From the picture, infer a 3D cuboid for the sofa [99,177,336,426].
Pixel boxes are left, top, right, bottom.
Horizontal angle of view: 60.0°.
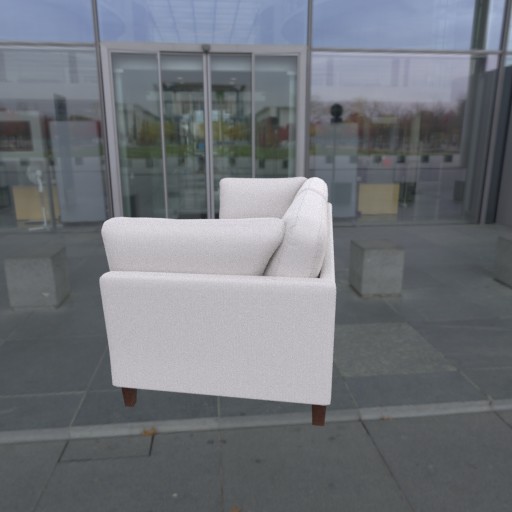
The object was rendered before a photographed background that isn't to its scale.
[{"bbox_3d":[0.000,0.000,2.821,0.957,0.863,2.301,2,15,9],"label":"sofa"}]
